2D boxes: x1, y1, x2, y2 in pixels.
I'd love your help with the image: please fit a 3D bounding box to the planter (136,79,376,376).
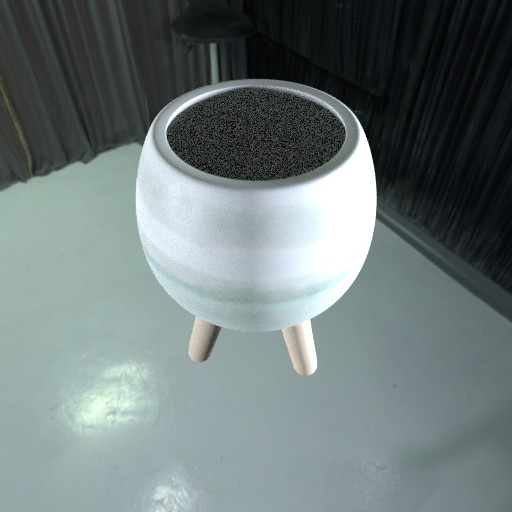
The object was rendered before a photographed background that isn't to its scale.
[{"bbox_3d":[0.000,0.000,0.342,0.161,0.224,0.161,0,47,0],"label":"planter"}]
